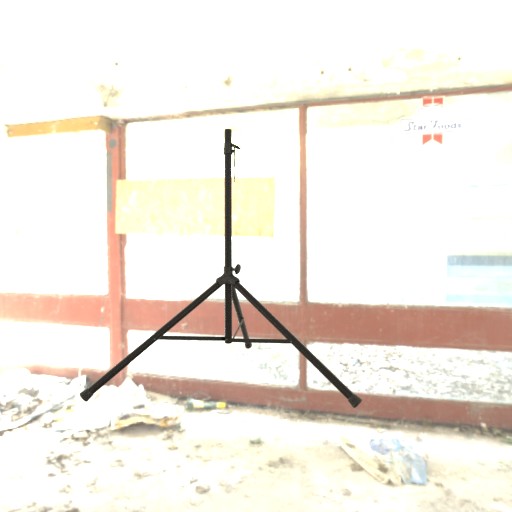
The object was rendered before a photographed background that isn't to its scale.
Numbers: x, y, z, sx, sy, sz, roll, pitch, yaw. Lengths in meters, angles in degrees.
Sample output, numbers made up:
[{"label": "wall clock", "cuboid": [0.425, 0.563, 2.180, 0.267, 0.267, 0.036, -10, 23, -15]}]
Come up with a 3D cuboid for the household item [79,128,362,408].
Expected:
[{"label": "household item", "cuboid": [0.000, 0.000, 2.692, 1.339, 1.595, 1.596, 1, 2, 36]}]
